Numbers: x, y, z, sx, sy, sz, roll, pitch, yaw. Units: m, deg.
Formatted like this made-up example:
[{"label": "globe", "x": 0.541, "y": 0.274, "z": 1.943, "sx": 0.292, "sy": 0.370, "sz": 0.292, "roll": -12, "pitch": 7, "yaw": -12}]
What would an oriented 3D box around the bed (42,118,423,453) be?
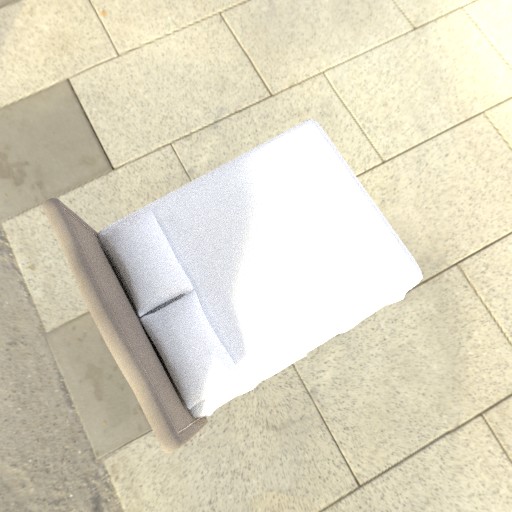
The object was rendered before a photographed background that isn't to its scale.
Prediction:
[{"label": "bed", "x": 0.000, "y": 0.000, "z": 3.298, "sx": 2.128, "sy": 1.441, "sz": 1.744, "roll": -30, "pitch": 77, "yaw": -7}]
